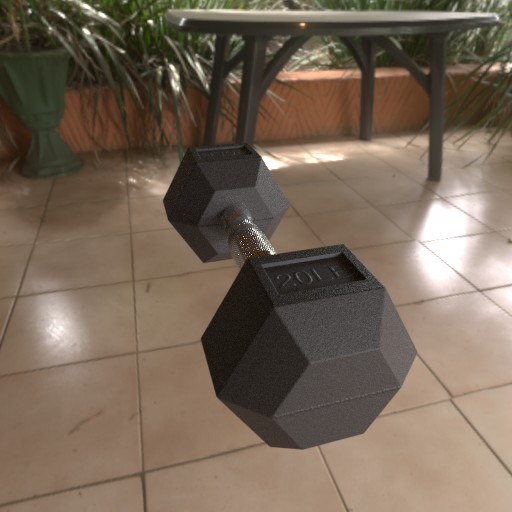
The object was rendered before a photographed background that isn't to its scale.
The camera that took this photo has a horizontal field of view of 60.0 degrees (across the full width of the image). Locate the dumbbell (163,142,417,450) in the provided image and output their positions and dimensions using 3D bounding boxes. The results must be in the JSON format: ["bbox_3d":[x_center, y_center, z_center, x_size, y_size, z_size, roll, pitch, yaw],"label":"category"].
[{"bbox_3d":[0.000,0.000,0.343,0.116,0.101,0.297,-8,32,-14],"label":"dumbbell"}]
